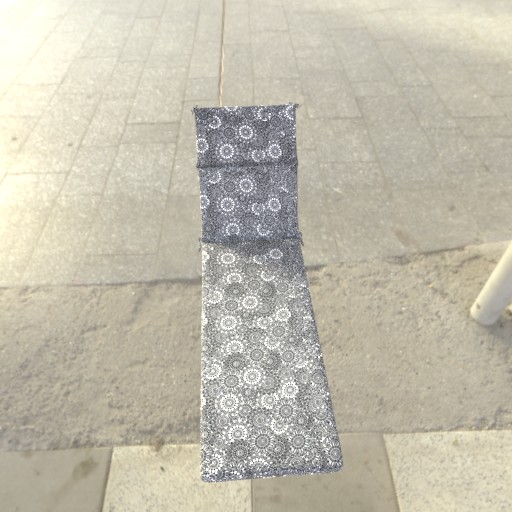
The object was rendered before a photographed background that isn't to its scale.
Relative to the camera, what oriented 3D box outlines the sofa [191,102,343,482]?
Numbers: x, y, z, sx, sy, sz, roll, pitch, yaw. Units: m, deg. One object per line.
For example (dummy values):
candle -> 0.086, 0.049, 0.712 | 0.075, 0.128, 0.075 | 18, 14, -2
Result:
sofa -> 0.000, 0.000, 1.956 | 0.582, 0.622, 1.663 | -3, 47, -3
